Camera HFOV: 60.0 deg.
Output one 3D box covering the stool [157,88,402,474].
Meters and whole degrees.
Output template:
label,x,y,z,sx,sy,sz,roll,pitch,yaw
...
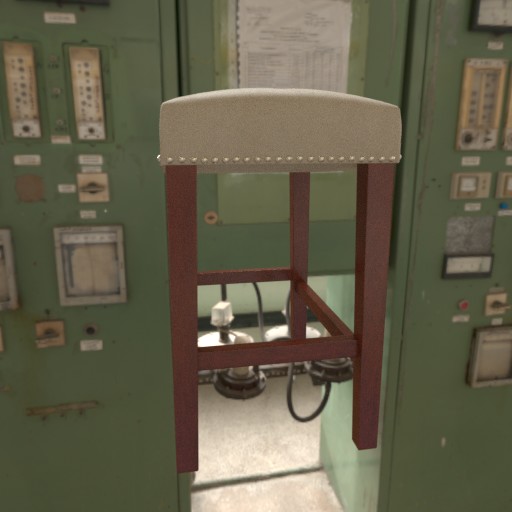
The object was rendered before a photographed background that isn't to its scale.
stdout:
label,x,y,z,sx,sy,sz,roll,pitch,yaw
stool,0.000,0.000,0.950,0.375,0.632,0.509,-3,15,-10
